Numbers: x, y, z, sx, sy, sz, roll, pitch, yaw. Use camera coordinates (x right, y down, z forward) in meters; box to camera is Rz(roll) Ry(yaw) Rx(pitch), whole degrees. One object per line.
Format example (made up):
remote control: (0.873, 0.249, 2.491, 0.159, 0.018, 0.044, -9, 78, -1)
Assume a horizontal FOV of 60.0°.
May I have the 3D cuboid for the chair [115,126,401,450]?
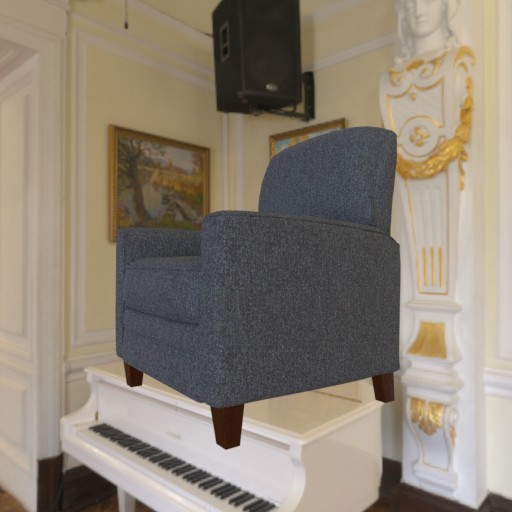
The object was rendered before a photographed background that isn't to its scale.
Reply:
chair: (0.000, 0.000, 1.664, 0.850, 1.016, 0.839, 0, -1, -36)
